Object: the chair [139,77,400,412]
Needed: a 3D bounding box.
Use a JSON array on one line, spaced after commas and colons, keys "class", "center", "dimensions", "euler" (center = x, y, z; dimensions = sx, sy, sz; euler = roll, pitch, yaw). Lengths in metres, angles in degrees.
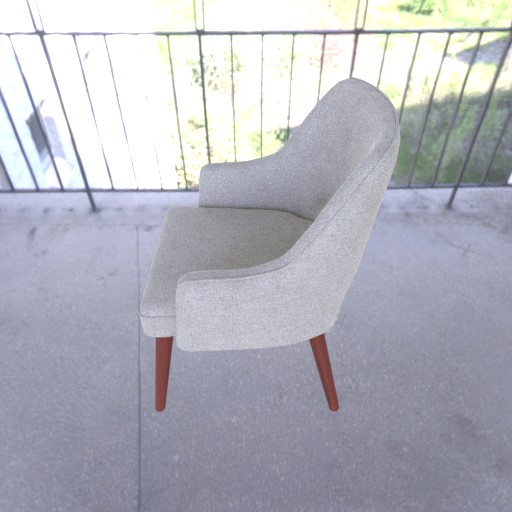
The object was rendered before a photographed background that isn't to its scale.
[{"class": "chair", "center": [0.000, 0.000, 1.216], "dimensions": [0.605, 0.849, 0.548], "euler": [0, 41, 0]}]
